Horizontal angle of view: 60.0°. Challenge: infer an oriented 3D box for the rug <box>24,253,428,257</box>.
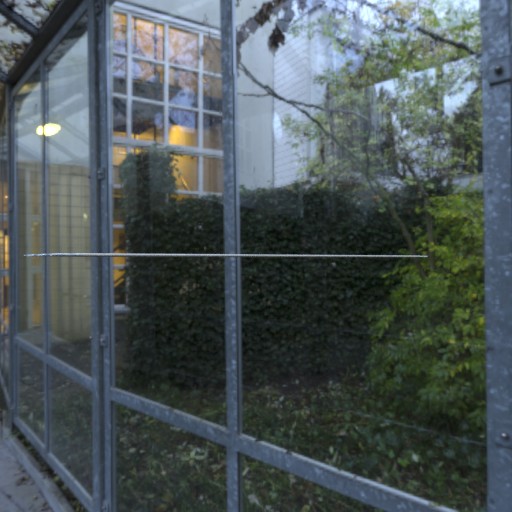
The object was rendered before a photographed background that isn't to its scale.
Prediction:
[{"bbox_3d":[0.000,0.000,2.717,2.449,0.011,0.774,0,0,-36],"label":"rug"}]
